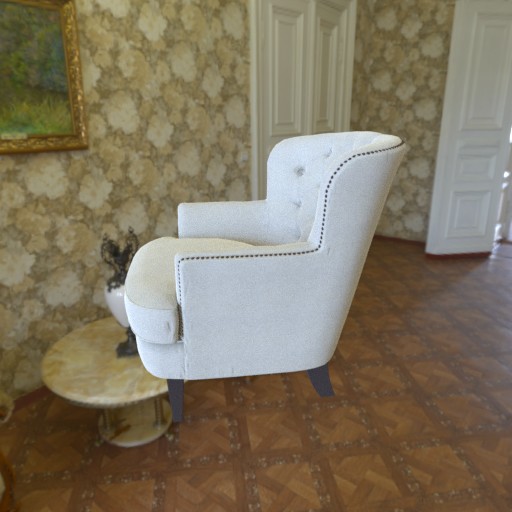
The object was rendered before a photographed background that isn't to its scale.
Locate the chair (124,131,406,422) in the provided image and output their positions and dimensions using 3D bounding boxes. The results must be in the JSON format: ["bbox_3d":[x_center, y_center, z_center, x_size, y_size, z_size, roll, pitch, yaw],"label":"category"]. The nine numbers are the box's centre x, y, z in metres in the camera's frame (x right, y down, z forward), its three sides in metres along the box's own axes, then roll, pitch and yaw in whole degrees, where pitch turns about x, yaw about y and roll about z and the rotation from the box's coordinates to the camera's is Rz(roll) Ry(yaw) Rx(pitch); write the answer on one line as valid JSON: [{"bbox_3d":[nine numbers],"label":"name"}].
[{"bbox_3d":[0.000,0.000,1.611,0.906,0.868,0.848,-3,17,-9],"label":"chair"}]
